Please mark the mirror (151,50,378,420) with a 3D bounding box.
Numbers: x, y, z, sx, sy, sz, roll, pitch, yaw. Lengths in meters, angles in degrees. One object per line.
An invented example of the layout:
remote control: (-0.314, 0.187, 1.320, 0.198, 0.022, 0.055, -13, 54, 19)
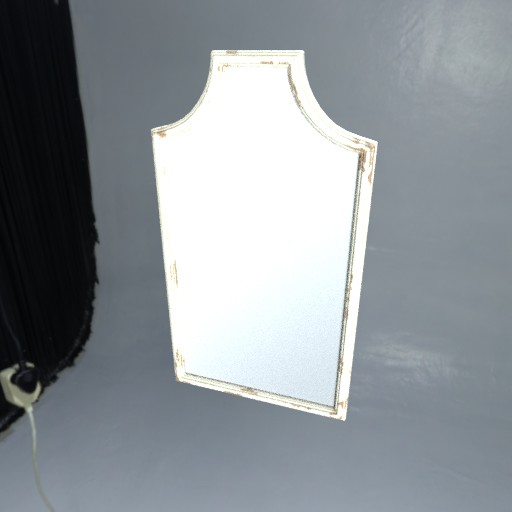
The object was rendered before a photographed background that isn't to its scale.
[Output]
mirror: (0.000, 0.000, 0.854, 0.403, 0.717, 0.022, 8, 27, 16)
